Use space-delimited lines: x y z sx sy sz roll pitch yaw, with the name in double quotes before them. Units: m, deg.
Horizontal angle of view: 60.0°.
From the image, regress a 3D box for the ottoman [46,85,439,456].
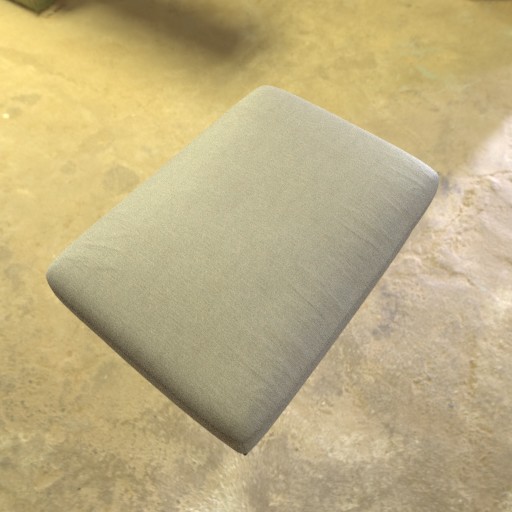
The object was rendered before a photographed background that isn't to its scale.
"ottoman" 0.000 0.000 1.036 0.528 0.404 0.735 34 65 18
